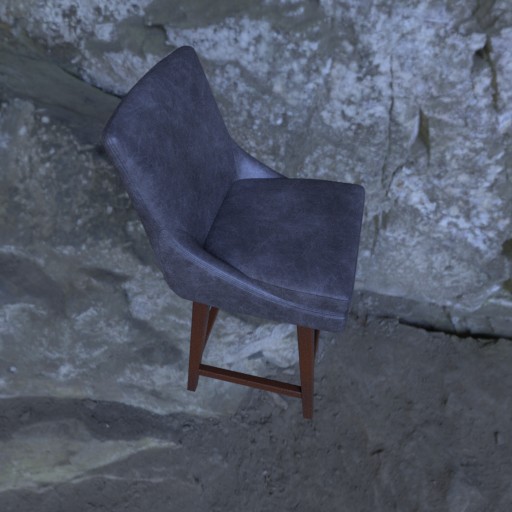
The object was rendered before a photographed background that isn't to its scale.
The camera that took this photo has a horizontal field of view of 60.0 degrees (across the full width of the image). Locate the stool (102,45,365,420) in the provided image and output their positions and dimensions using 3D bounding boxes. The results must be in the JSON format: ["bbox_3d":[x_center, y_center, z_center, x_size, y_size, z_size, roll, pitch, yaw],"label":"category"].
[{"bbox_3d":[0.000,0.000,1.359,0.587,1.046,0.492,10,47,10],"label":"stool"}]
